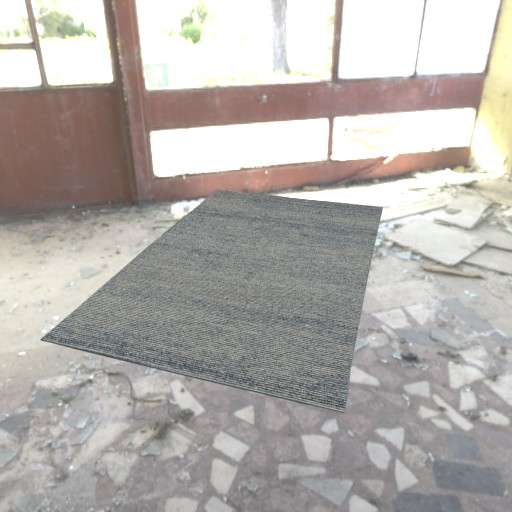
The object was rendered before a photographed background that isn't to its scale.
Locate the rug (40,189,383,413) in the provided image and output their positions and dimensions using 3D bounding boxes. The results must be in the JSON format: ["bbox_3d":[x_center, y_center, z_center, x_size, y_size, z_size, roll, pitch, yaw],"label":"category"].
[{"bbox_3d":[0.000,0.000,2.256,1.145,0.021,1.777,9,29,16],"label":"rug"}]
